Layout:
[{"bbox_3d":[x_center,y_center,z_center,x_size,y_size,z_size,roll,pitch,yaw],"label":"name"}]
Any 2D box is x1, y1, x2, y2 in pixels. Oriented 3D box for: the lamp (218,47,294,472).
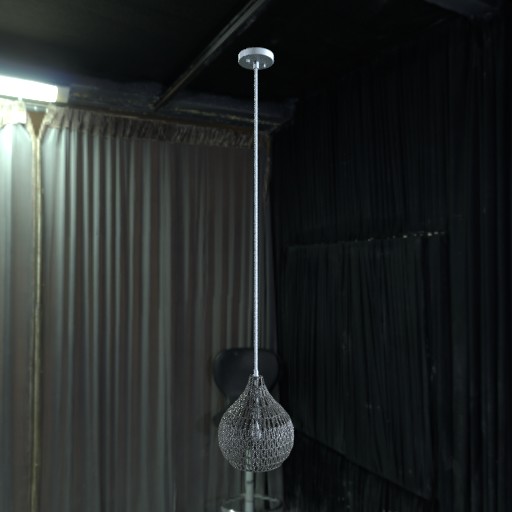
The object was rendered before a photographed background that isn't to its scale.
[{"bbox_3d":[0.000,0.000,2.104,0.355,1.919,0.355,1,-2,-35],"label":"lamp"}]
